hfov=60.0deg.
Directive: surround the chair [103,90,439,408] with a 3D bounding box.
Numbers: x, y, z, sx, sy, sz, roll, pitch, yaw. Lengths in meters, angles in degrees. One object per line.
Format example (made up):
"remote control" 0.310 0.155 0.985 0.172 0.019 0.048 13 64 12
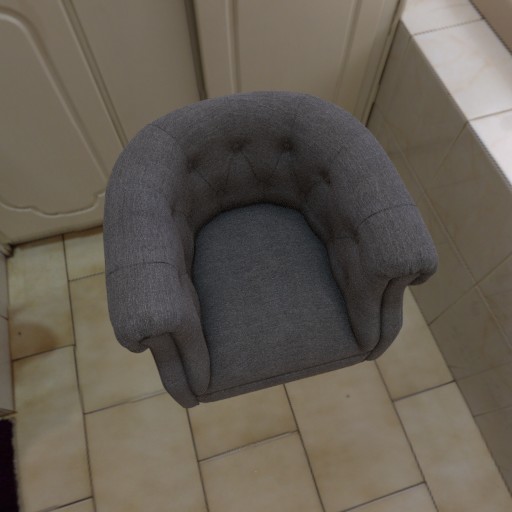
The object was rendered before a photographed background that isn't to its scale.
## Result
"chair" 0.000 0.000 1.592 0.905 0.827 0.852 -13 65 -6
